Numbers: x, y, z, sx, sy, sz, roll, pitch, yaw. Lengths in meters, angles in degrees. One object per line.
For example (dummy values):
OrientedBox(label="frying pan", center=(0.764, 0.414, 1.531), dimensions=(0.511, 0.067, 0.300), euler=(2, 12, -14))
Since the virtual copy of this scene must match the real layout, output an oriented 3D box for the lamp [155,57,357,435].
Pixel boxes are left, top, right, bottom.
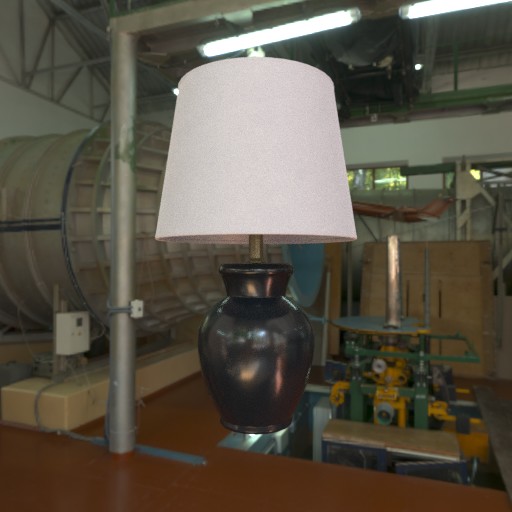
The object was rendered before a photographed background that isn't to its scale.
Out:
OrientedBox(label="lamp", center=(0.000, 0.000, 0.538), dimensions=(0.239, 0.399, 0.239), euler=(0, -1, 0))
